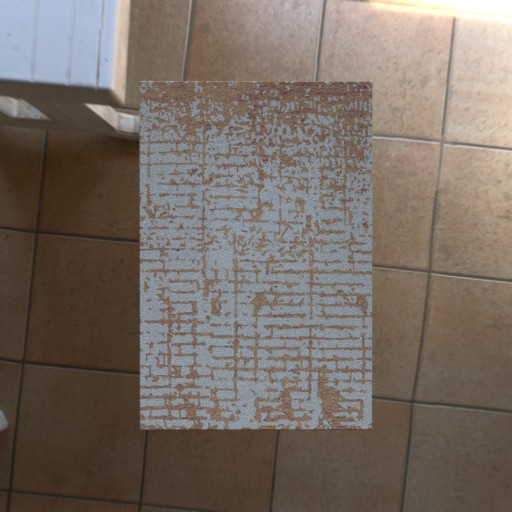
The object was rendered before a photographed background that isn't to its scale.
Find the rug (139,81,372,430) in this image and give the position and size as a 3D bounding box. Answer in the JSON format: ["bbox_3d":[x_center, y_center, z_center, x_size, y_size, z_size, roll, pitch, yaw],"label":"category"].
[{"bbox_3d":[0.000,0.000,2.326,1.219,0.011,1.829,0,90,0],"label":"rug"}]
